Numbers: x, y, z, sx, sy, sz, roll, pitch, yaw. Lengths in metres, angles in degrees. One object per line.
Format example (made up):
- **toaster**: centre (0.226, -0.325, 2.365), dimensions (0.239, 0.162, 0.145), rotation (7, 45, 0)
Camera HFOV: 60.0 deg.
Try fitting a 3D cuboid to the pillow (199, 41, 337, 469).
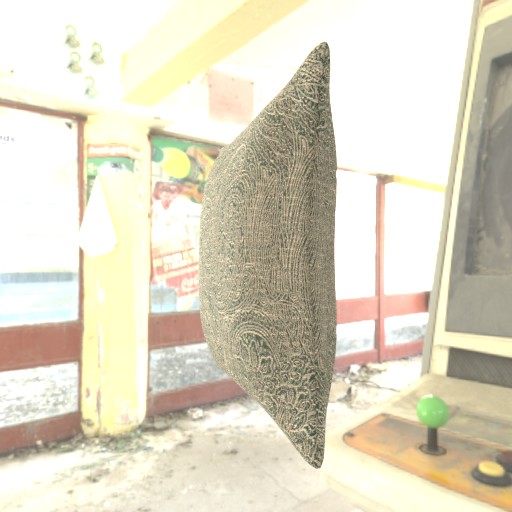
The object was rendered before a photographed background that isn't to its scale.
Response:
- **pillow**: centre (0.000, 0.000, 0.772), dimensions (0.166, 0.507, 0.526), rotation (0, -1, -17)
